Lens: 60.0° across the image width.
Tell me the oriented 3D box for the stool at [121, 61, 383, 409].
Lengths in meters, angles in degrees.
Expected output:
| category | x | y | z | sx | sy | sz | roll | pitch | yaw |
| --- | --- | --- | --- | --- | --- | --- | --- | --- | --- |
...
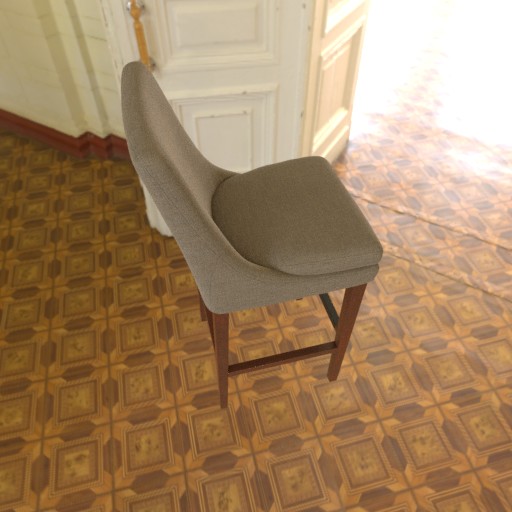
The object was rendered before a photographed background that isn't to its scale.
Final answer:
| category | x | y | z | sx | sy | sz | roll | pitch | yaw |
| --- | --- | --- | --- | --- | --- | --- | --- | --- | --- |
| stool | 0.000 | 0.000 | 1.348 | 0.577 | 1.078 | 0.470 | -11 | 49 | -10 |
